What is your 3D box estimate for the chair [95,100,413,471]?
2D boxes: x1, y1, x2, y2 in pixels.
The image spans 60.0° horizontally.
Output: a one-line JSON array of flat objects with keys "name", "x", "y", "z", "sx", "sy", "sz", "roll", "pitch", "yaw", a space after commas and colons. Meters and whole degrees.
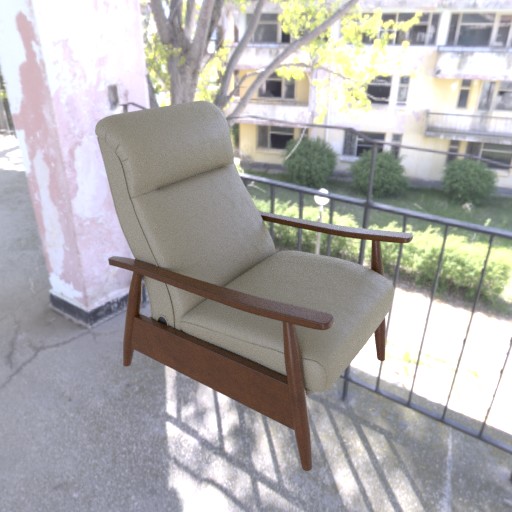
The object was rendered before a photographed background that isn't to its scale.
[{"name": "chair", "x": 0.000, "y": 0.000, "z": 1.792, "sx": 1.014, "sy": 1.082, "sz": 0.762, "roll": 17, "pitch": 31, "yaw": 31}]
